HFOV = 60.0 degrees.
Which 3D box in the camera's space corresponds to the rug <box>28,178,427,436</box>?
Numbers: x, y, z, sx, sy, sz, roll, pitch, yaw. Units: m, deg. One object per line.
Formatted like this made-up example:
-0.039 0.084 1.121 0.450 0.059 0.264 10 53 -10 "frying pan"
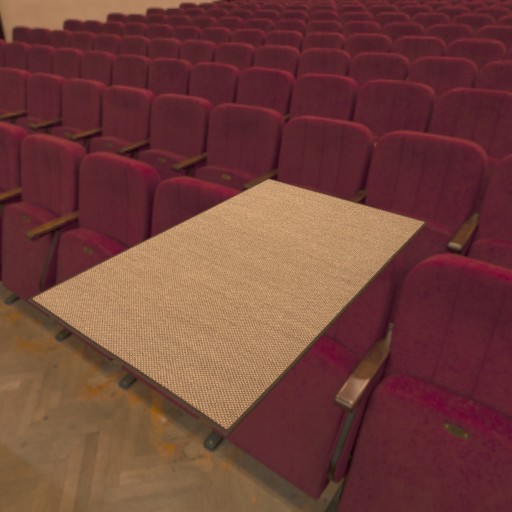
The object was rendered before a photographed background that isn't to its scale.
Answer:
0.000 0.000 2.096 1.067 0.013 1.676 21 37 31 "rug"
